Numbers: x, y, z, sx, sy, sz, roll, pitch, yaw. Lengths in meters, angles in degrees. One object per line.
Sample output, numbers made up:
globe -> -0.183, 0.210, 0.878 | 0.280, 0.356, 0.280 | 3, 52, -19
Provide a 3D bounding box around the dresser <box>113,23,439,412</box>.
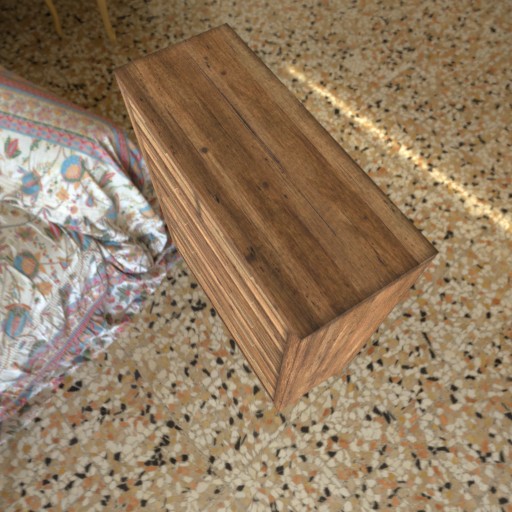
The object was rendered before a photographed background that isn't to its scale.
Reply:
dresser -> 0.000, 0.000, 1.894 | 0.438, 1.359, 1.067 | -30, 67, -14
